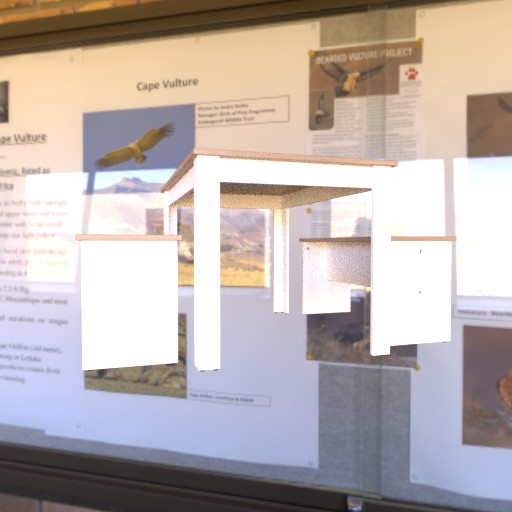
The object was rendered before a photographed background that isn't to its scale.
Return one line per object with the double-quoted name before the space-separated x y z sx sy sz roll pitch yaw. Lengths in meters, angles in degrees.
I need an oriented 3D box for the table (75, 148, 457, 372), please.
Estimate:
"table" 0.000 0.000 2.002 1.443 0.700 1.100 -1 2 -17
